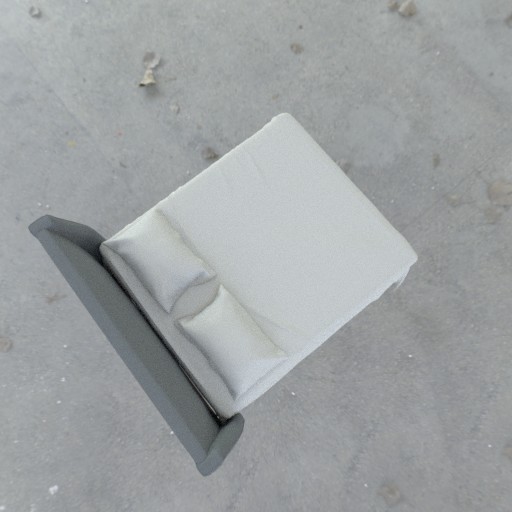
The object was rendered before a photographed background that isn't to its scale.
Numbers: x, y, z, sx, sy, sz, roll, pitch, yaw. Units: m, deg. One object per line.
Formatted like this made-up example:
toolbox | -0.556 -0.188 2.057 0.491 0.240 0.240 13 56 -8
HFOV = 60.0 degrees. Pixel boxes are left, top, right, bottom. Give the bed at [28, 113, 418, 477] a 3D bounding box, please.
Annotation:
bed | 0.000 0.000 3.456 2.276 1.332 1.925 -38 79 -8
